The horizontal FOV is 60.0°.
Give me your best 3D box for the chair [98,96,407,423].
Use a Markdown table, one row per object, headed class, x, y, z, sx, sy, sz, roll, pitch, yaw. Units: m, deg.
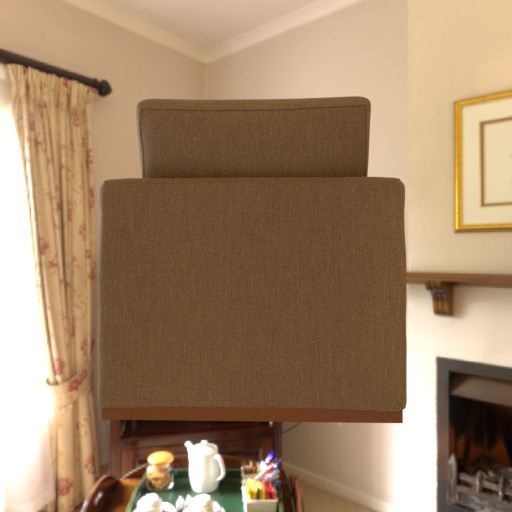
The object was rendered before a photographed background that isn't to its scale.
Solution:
| class | x | y | z | sx | sy | sz | roll | pitch | yaw |
| --- | --- | --- | --- | --- | --- | --- | --- | --- | --- |
| chair | 0.000 | 0.000 | 1.475 | 0.763 | 0.811 | 0.834 | 0 | 0 | 2 |
